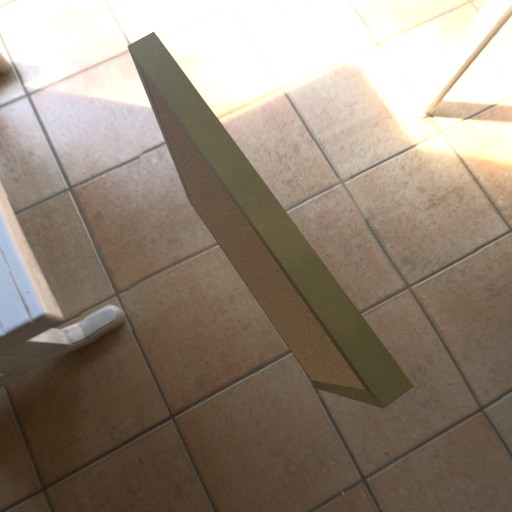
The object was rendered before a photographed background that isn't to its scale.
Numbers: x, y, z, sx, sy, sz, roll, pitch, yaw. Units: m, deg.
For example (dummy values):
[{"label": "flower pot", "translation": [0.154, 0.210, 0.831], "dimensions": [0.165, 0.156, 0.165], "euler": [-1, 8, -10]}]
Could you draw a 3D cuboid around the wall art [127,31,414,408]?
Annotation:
[{"label": "wall art", "translation": [0.000, 0.000, 0.738], "dimensions": [0.038, 0.508, 0.507], "euler": [-33, 78, -8]}]
